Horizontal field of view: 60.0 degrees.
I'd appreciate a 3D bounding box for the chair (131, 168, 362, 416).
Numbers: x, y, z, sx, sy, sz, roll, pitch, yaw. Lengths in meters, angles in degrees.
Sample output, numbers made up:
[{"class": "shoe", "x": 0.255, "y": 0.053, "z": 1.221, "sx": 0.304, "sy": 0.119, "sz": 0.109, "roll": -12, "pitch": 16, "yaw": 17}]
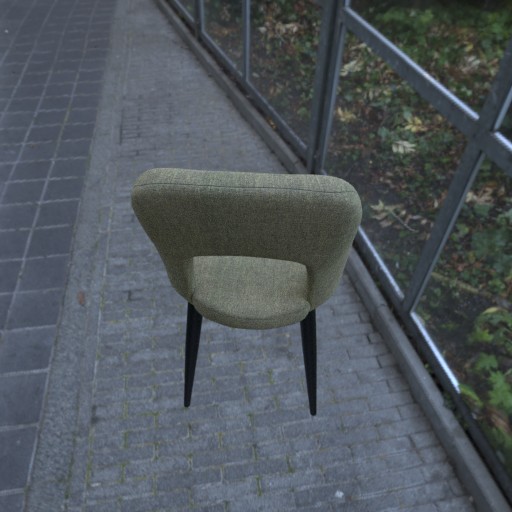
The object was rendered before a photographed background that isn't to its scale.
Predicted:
[{"class": "chair", "x": 0.000, "y": 0.000, "z": 1.223, "sx": 0.470, "sy": 0.931, "sz": 0.612, "roll": 3, "pitch": 46, "yaw": 3}]
